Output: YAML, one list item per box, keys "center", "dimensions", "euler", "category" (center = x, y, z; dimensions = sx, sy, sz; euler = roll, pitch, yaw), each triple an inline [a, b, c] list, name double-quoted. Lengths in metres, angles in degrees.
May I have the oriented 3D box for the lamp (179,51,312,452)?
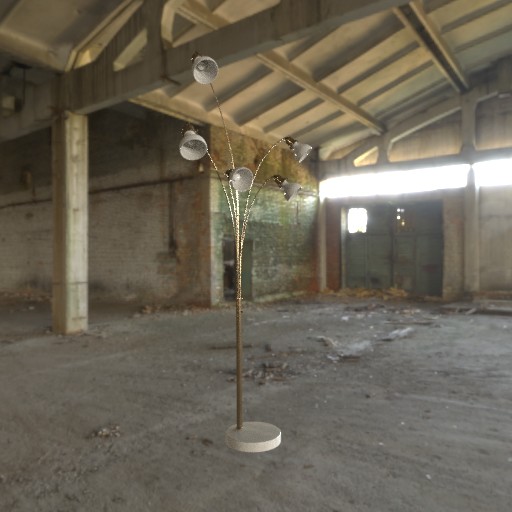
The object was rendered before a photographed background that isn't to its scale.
- center: [0.000, 0.000, 2.943]
  dimensions: [0.361, 2.423, 1.405]
  euler: [0, -1, 36]
  category: "lamp"
